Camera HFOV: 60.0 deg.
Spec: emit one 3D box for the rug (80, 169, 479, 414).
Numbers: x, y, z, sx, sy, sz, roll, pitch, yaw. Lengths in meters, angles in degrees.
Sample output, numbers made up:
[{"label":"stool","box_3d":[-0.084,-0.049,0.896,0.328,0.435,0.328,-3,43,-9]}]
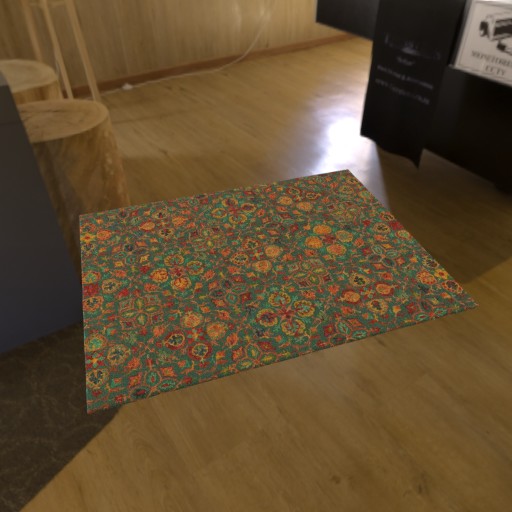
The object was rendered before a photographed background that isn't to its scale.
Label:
[{"label":"rug","box_3d":[0.000,0.000,4.263,3.204,0.025,2.434,-12,42,-14]}]
